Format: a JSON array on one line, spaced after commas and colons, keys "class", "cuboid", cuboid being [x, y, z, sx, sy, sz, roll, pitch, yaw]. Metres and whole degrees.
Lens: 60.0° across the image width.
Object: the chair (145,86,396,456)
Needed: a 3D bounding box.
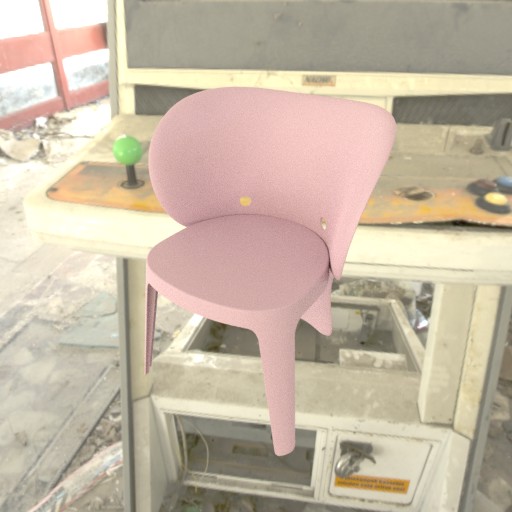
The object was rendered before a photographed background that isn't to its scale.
[{"class": "chair", "cuboid": [0.000, 0.000, 0.871, 0.451, 0.554, 0.402, 20, 37, 29]}]
